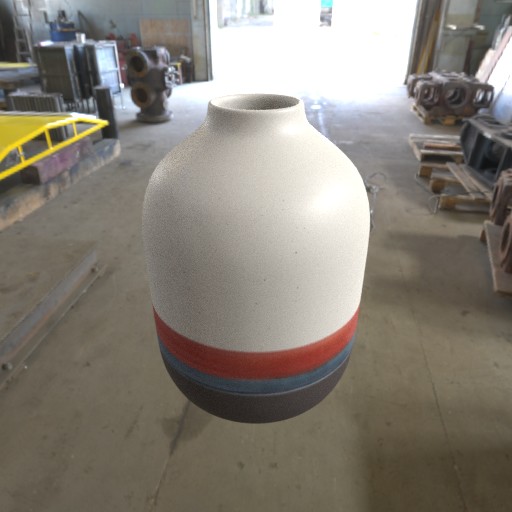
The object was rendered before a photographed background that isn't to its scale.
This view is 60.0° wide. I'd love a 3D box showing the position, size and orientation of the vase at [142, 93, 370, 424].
[{"bbox_3d":[0.000,0.000,0.353,0.169,0.237,0.169,0,30,0],"label":"vase"}]
